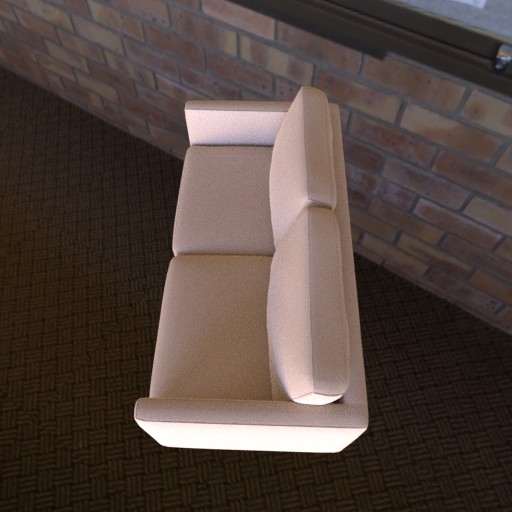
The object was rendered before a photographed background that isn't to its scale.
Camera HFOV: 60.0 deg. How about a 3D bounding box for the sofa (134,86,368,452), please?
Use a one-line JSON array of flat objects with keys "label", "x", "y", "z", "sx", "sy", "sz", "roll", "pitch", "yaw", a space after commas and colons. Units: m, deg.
[{"label": "sofa", "x": 0.000, "y": 0.000, "z": 2.217, "sx": 0.873, "sy": 0.888, "sz": 1.722, "roll": 2, "pitch": 59, "yaw": 1}]
